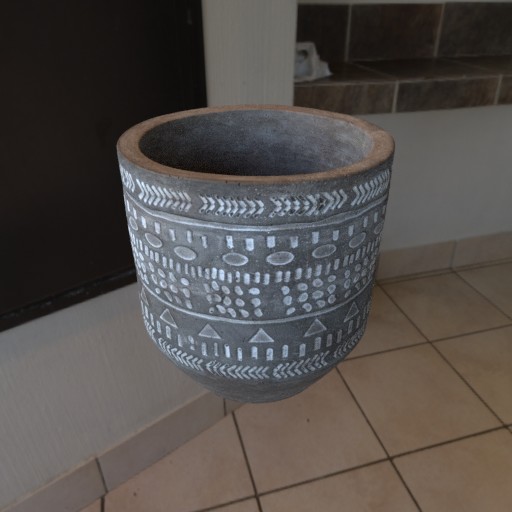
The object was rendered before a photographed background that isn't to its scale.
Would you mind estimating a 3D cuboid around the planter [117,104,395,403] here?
[{"bbox_3d":[0.000,0.000,0.269,0.142,0.149,0.142,0,31,0],"label":"planter"}]
